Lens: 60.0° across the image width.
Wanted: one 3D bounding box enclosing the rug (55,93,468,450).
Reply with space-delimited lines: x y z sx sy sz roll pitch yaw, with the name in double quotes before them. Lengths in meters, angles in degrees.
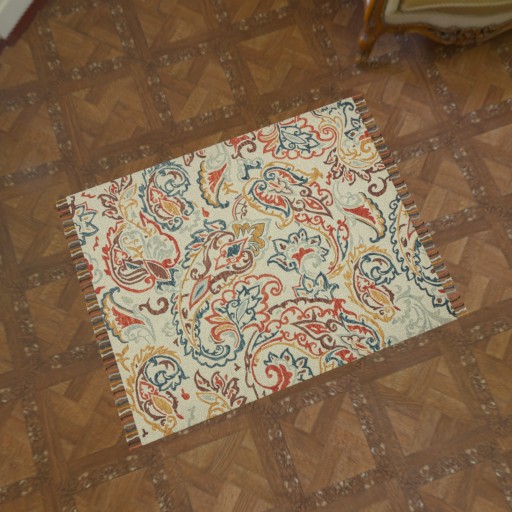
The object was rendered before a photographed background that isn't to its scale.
"rug" 0.000 0.000 4.211 3.274 0.015 2.439 -21 78 -5
